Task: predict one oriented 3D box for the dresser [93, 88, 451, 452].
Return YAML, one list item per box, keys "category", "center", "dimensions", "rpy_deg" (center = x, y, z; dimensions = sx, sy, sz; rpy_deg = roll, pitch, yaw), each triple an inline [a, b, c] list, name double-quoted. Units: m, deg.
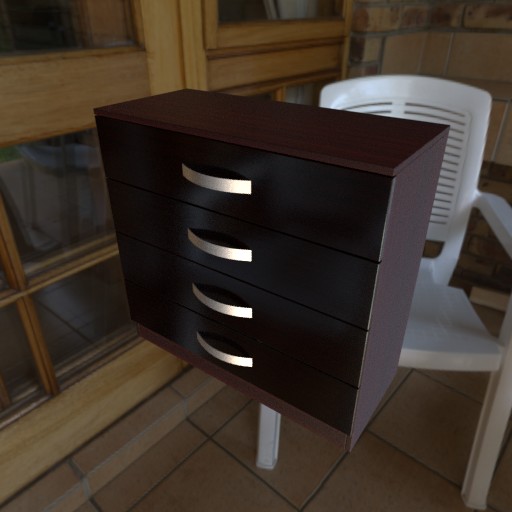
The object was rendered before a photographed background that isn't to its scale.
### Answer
- category: "dresser"
  center: [0.000, 0.000, 1.174]
  dimensions: [0.750, 0.720, 0.360]
  rpy_deg: [20, 36, 30]
